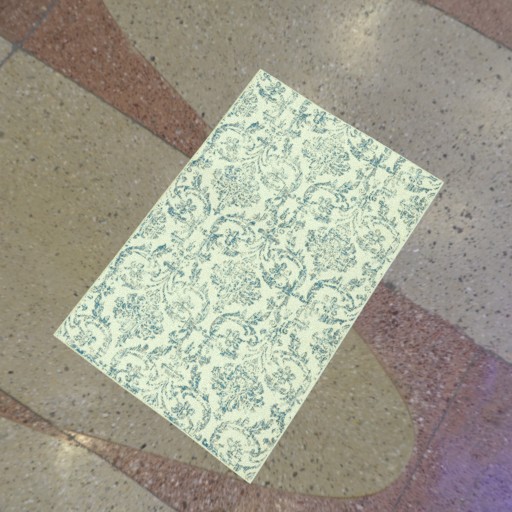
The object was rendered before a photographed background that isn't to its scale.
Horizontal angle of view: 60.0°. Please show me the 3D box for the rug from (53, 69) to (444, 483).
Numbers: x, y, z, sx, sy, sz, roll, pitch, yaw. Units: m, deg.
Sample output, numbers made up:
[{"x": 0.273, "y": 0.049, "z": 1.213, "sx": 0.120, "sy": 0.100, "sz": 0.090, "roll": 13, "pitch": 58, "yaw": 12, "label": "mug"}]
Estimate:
[{"x": 0.000, "y": 0.000, "z": 3.468, "sx": 1.819, "sy": 0.018, "sz": 2.746, "roll": 34, "pitch": 80, "yaw": 7, "label": "rug"}]
